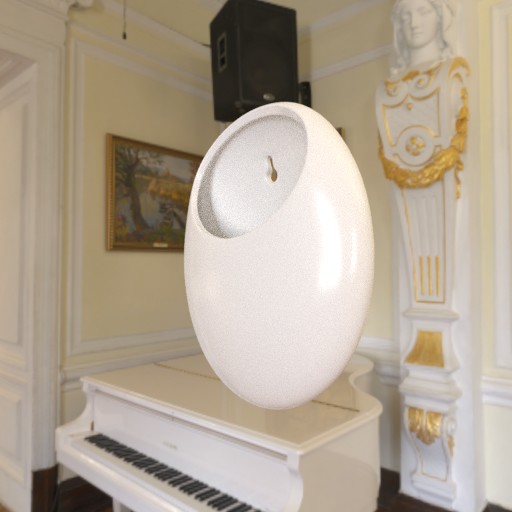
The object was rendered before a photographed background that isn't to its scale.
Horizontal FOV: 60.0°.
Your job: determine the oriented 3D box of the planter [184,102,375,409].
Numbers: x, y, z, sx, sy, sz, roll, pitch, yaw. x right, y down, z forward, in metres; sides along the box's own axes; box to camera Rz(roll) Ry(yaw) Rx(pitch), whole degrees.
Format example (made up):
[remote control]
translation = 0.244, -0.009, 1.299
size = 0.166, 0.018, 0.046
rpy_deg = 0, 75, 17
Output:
[planter]
translation = 0.000, 0.000, 0.282
size = 0.043, 0.188, 0.185
rpy_deg = 1, -2, -36
